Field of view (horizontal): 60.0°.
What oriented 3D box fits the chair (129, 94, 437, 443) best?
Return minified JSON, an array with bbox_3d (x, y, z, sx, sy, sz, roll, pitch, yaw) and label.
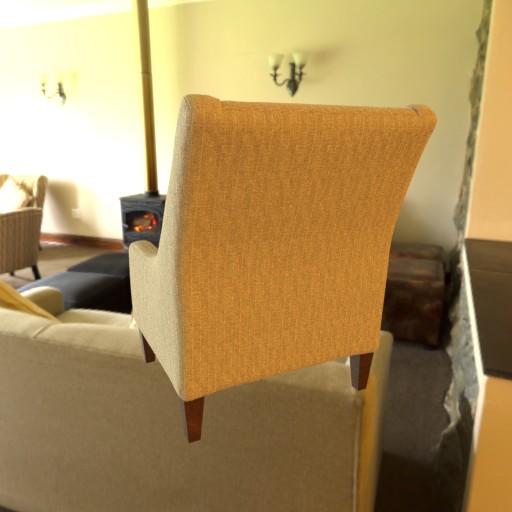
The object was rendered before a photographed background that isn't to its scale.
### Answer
[{"bbox_3d":[0.000,0.000,1.604,0.774,1.014,0.870,-7,16,-26],"label":"chair"}]
